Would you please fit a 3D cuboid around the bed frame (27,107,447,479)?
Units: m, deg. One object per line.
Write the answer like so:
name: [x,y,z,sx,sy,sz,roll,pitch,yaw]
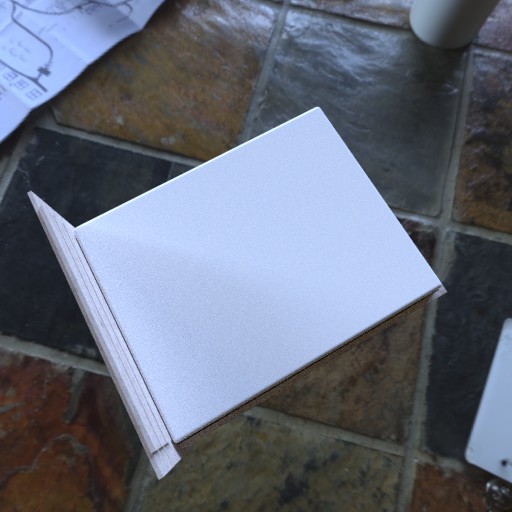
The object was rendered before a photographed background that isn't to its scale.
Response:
bed frame: [0.000,0.000,2.970,2.080,0.970,1.750,-28,76,-8]
